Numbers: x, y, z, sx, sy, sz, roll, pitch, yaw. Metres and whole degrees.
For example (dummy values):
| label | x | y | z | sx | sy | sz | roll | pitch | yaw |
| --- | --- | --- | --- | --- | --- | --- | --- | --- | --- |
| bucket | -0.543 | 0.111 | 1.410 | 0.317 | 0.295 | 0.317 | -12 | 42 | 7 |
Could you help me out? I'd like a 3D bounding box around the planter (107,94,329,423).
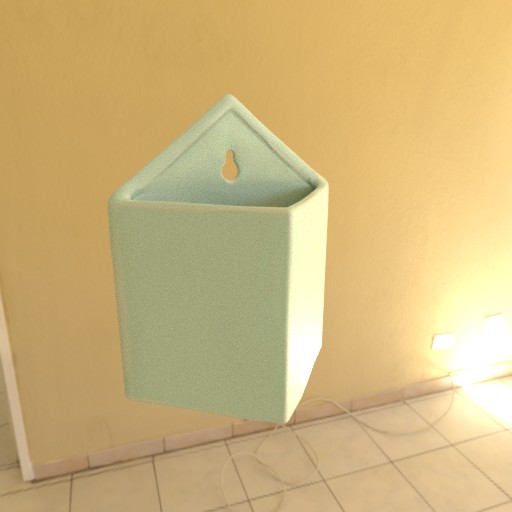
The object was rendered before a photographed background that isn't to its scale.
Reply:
| label | x | y | z | sx | sy | sz | roll | pitch | yaw |
| --- | --- | --- | --- | --- | --- | --- | --- | --- | --- |
| planter | 0.000 | 0.000 | 0.281 | 0.164 | 0.197 | 0.079 | -9 | 19 | -27 |
